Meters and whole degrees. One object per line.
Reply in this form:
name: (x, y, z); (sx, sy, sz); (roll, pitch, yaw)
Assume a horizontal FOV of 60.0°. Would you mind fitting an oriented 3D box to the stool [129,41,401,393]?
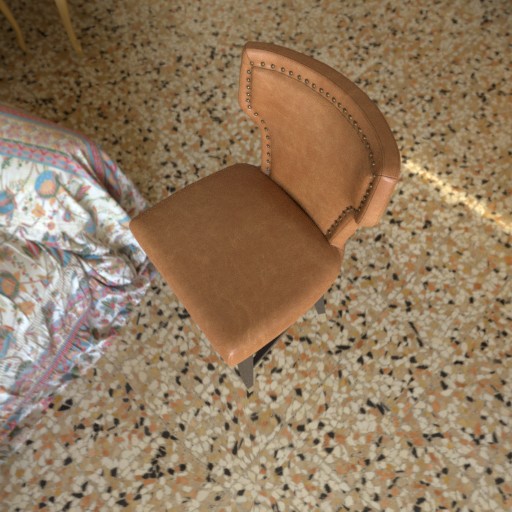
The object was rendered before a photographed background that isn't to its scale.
stool: (0.000, 0.000, 1.401); (0.563, 1.092, 0.526); (-34, 68, -16)
